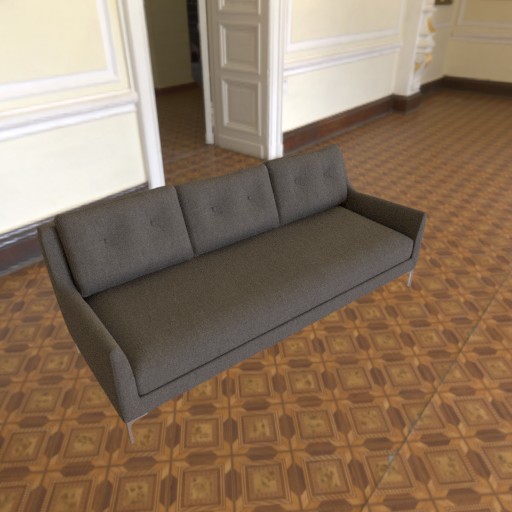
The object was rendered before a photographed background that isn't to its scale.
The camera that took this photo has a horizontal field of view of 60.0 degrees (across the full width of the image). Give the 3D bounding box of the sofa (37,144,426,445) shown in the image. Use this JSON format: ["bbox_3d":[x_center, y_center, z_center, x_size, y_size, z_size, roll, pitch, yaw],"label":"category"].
[{"bbox_3d":[0.000,0.000,2.545,2.060,0.837,0.849,-22,37,-31],"label":"sofa"}]
